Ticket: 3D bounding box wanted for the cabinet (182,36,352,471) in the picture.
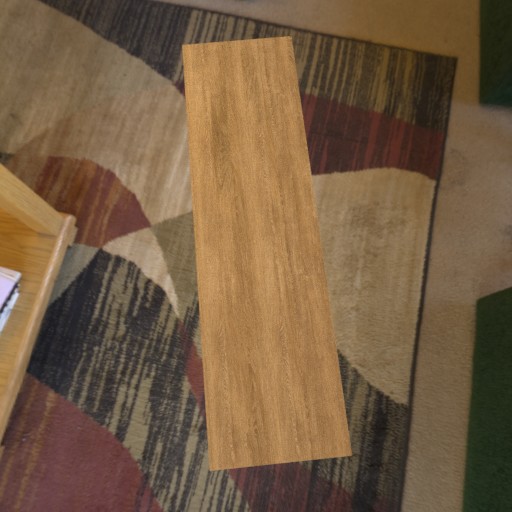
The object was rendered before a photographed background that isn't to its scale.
[{"bbox_3d":[0.000,0.000,2.023,0.450,0.870,1.600,-5,74,-2],"label":"cabinet"}]
